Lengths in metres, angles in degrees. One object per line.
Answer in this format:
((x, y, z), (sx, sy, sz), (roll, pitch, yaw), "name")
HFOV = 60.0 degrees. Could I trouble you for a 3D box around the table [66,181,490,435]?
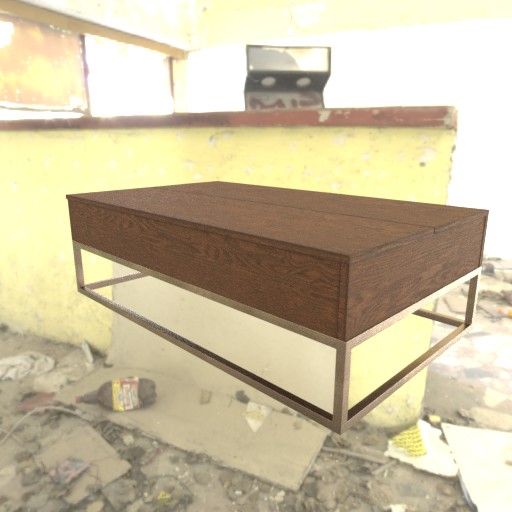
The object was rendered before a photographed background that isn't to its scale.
((0.000, 0.000, 1.449), (1.167, 0.361, 0.719), (15, 21, 43), "table")
